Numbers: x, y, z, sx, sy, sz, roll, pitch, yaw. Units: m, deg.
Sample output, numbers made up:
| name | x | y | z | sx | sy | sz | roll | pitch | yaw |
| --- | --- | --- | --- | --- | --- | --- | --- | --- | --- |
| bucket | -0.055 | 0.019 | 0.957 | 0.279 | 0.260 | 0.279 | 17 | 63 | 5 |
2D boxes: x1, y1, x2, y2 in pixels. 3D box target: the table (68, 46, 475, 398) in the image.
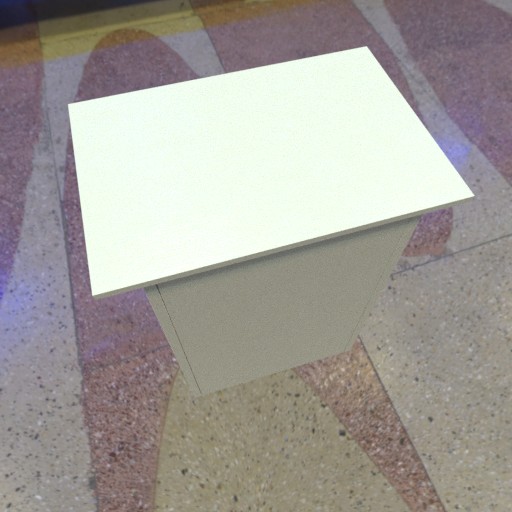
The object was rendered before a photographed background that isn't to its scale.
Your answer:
| name | x | y | z | sx | sy | sz | roll | pitch | yaw |
| --- | --- | --- | --- | --- | --- | --- | --- | --- | --- |
| table | 0.000 | 0.000 | 1.051 | 0.589 | 0.711 | 0.406 | -15 | 60 | -9 |
